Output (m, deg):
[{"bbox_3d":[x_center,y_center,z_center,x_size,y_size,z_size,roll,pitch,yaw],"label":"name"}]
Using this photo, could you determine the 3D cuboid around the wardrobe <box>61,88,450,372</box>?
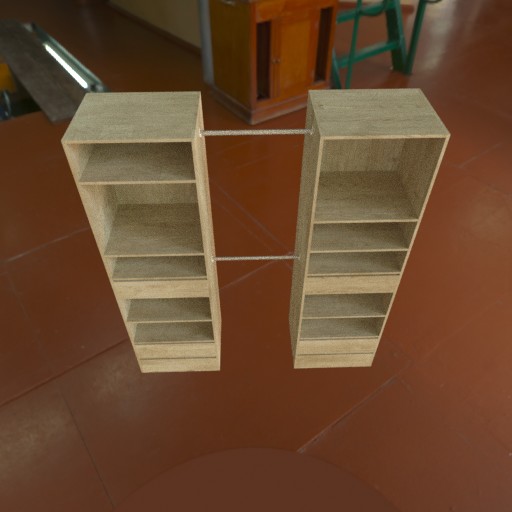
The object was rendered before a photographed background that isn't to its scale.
[{"bbox_3d":[0.000,0.000,2.889,1.770,2.000,0.480,-1,45,-1],"label":"wardrobe"}]
